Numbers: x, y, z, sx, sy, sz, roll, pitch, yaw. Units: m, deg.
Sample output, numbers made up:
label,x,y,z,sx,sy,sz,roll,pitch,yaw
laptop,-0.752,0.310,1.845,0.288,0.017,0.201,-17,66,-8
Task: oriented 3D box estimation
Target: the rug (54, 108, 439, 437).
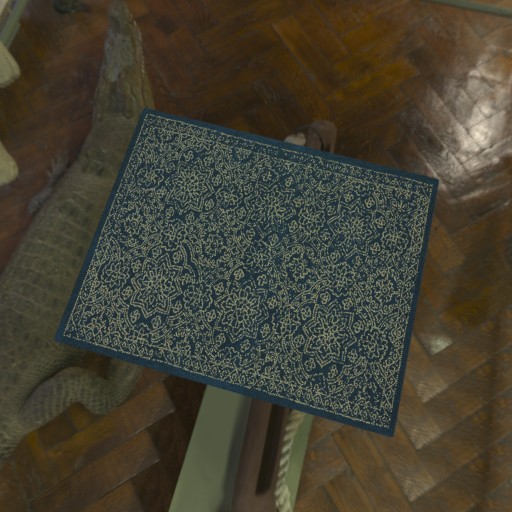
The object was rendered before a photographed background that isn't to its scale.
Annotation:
label,x,y,z,sx,sy,sz,roll,pitch,yaw
rug,0.000,0.000,4.121,3.048,0.010,2.438,15,75,4
